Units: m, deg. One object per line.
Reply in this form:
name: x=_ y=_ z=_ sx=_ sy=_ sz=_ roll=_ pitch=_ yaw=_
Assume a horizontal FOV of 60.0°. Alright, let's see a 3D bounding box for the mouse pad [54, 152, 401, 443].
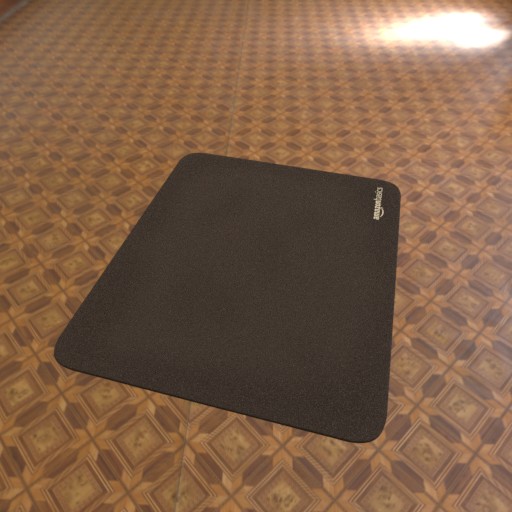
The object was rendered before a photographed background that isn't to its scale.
mouse pad: x=0.000 y=0.000 z=0.343 sx=0.211 sy=0.002 sz=0.249 roll=11 pitch=47 yaw=10
